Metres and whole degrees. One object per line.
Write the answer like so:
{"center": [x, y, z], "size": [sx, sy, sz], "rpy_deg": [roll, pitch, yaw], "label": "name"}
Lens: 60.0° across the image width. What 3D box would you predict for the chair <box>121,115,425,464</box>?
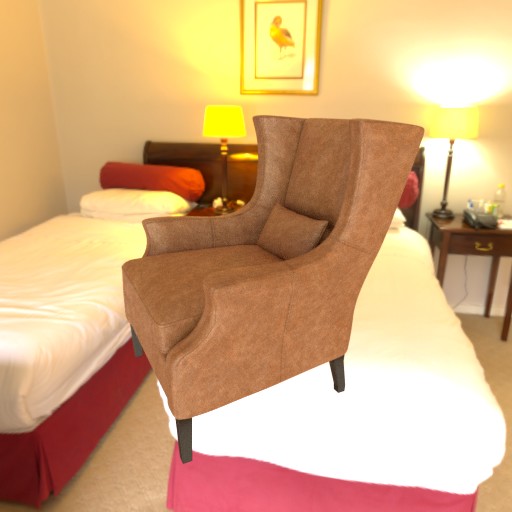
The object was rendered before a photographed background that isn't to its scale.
{"center": [0.000, 0.000, 1.697], "size": [0.926, 1.016, 0.853], "rpy_deg": [-9, 21, -25], "label": "chair"}
